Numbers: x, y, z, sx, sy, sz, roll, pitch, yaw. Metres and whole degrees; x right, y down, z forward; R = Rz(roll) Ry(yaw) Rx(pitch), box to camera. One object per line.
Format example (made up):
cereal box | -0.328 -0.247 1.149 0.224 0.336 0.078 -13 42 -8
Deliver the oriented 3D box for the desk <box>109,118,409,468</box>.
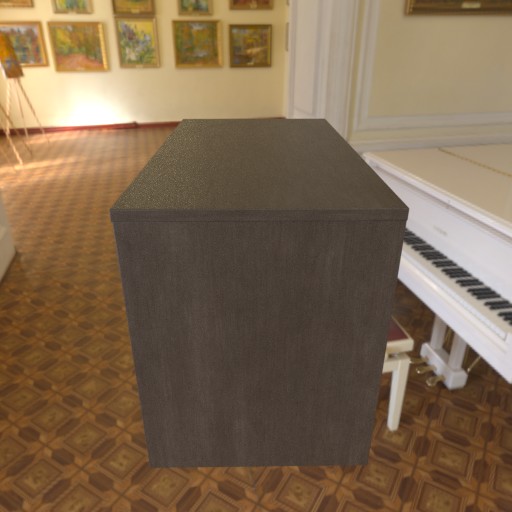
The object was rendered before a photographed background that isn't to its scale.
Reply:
desk | 0.000 0.000 1.542 0.600 0.750 1.100 0 26 -1
